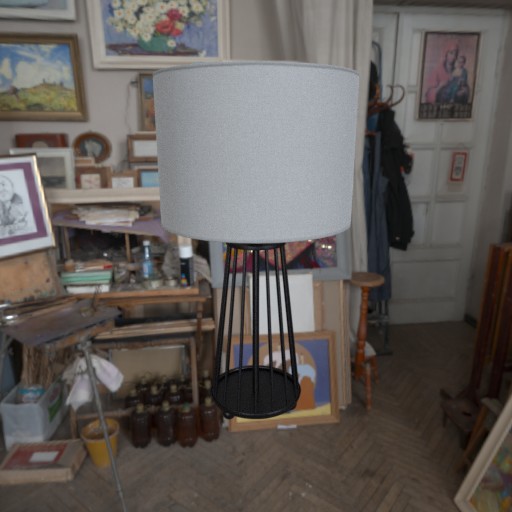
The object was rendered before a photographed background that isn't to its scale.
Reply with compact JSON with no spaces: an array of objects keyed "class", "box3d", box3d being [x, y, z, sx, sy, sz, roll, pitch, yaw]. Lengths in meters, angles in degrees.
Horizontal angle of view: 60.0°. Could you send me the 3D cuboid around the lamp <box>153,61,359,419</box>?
[{"class":"lamp","box3d":[0.000,0.000,0.786,0.322,0.593,0.322,15,22,43]}]
